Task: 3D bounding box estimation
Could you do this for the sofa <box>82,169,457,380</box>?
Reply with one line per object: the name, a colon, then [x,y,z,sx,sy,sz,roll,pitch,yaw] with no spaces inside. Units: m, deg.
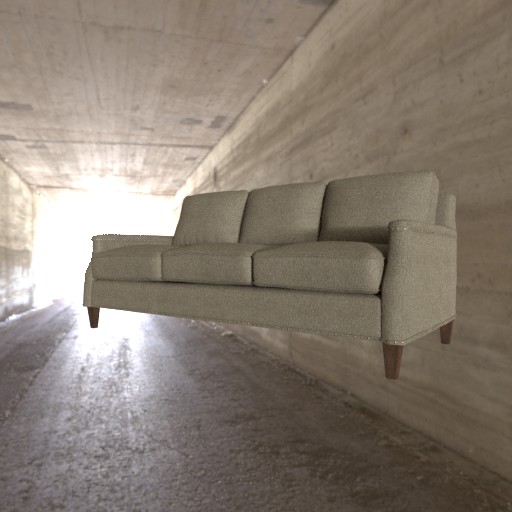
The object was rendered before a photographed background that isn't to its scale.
sofa: [0.000,0.000,2.839,2.246,1.003,1.084,0,0,36]
